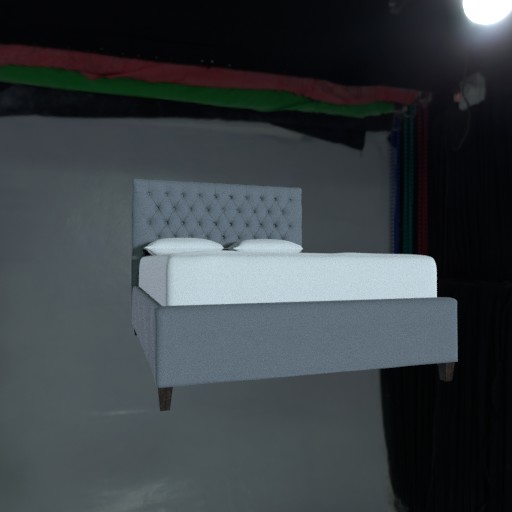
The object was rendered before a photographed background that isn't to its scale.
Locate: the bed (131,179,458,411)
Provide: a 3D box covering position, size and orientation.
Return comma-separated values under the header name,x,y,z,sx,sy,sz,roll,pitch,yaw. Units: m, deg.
name,x,y,z,sx,sy,sz,roll,pitch,yaw
bed,0.000,0.000,3.289,1.698,1.427,2.231,0,-1,-18
